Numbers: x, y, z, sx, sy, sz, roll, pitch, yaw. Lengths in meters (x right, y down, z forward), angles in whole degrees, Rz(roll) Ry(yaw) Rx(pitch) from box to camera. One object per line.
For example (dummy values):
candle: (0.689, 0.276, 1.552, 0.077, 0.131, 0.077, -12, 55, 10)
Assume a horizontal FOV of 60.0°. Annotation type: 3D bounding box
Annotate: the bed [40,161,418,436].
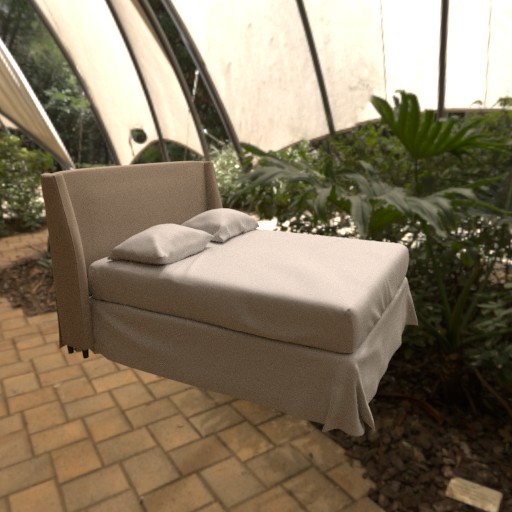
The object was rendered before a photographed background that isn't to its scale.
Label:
bed: (0.000, 0.000, 3.405, 2.276, 1.332, 1.925, 8, 17, 27)
